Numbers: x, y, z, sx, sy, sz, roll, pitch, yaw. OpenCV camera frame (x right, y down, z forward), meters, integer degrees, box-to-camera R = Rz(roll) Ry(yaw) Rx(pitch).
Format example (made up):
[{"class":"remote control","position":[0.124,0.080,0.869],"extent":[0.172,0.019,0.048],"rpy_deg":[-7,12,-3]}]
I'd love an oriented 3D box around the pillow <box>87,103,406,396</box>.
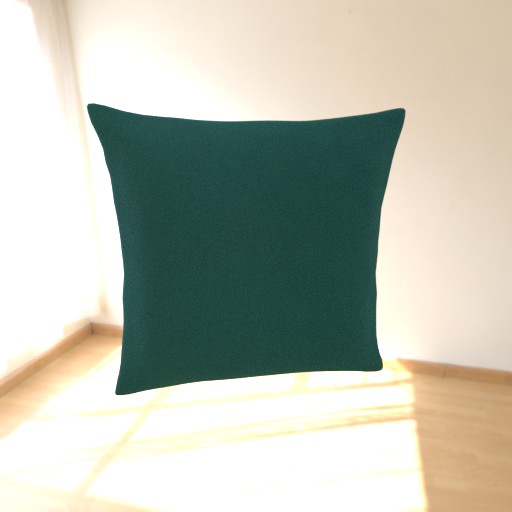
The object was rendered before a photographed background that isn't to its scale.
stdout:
[{"class":"pillow","position":[0.000,0.000,0.788],"extent":[0.525,0.508,0.166],"rpy_deg":[-3,15,-10]}]
